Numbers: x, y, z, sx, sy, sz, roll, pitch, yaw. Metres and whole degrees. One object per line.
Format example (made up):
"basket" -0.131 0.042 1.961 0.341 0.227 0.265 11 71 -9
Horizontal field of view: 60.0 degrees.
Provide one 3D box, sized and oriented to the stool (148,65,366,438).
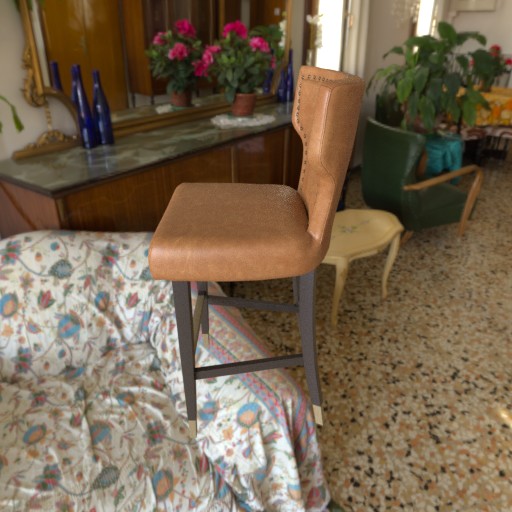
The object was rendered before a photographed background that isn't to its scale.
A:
"stool" 0.000 0.000 1.418 0.563 1.092 0.526 0 27 0
